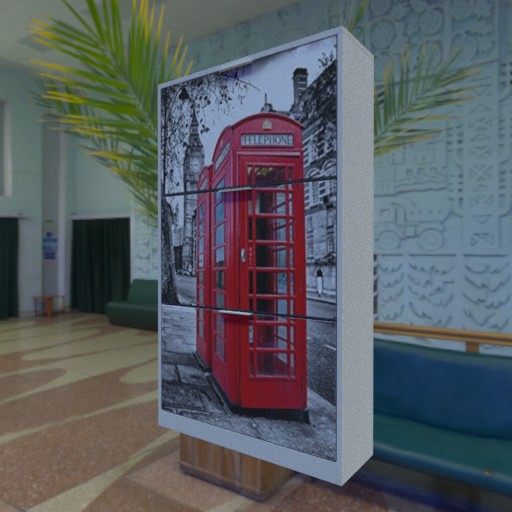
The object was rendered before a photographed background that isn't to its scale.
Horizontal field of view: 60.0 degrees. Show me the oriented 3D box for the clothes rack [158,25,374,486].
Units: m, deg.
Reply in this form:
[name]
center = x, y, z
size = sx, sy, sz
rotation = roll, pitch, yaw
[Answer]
[clothes rack]
center = 0.000, 0.000, 1.540
size = 0.750, 1.280, 0.250
rotation = 0, 1, 36
